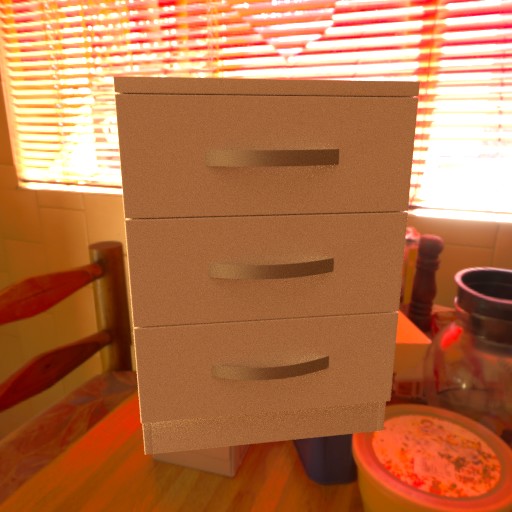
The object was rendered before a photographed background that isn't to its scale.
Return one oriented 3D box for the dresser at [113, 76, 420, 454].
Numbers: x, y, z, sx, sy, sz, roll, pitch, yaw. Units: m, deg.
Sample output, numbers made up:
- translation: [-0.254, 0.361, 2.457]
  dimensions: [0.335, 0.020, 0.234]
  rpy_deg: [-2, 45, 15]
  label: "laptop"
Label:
- translation: [0.000, 0.000, 0.795]
  dimensions: [0.400, 0.560, 0.360]
  rpy_deg: [-2, 16, -8]
  label: "dresser"
